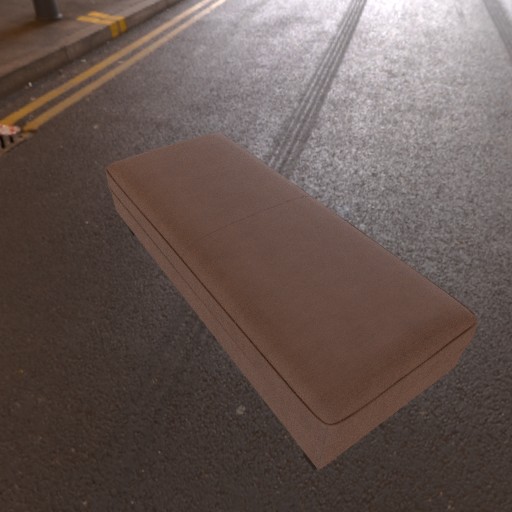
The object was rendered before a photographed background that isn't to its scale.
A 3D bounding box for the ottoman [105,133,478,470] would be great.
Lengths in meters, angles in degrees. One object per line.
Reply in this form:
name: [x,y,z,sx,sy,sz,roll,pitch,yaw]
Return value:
ottoman: [0.000,0.000,2.018,0.751,0.470,1.764,-24,47,-25]
